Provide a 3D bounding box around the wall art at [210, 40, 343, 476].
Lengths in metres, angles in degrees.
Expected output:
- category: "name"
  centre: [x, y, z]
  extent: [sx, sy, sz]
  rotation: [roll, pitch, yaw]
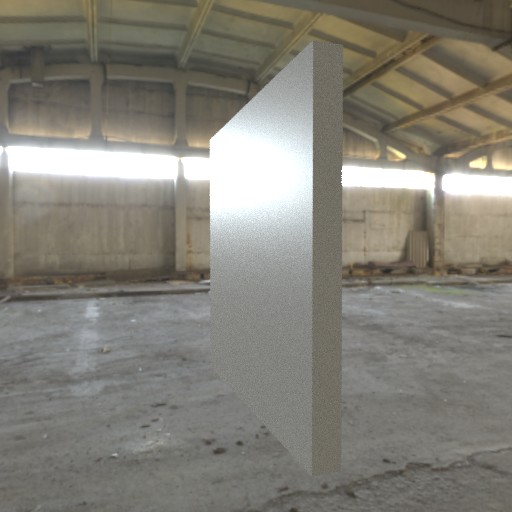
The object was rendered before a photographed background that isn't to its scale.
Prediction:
- category: "wall art"
  centre: [0.000, 0.000, 0.531]
  extent: [0.027, 0.355, 0.355]
  rotation: [0, 1, -19]
